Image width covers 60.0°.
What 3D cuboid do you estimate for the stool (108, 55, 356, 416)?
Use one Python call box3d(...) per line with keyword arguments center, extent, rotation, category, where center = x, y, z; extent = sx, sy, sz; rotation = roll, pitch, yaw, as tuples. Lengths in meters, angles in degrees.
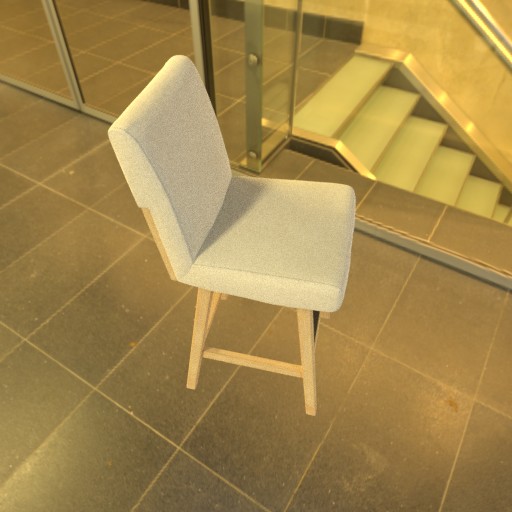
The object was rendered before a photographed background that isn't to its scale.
box3d(center=(0.000, 0.000, 1.338), extent=(0.543, 1.015, 0.446), rotation=(9, 47, 9), category="stool")
